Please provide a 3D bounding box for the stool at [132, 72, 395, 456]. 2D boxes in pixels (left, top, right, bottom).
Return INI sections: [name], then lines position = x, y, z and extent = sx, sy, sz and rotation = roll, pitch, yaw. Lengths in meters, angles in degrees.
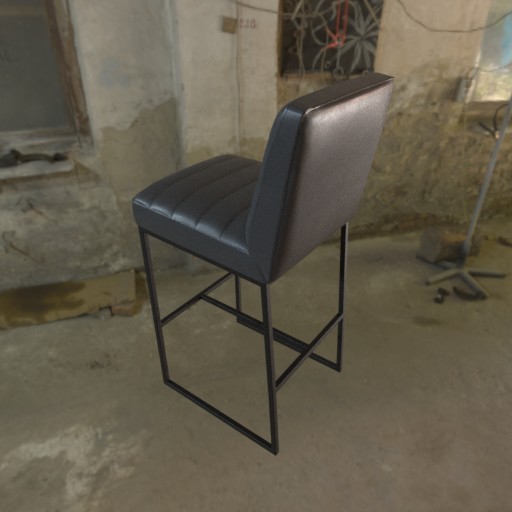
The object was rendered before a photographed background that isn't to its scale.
[stool]
position = 0.000, 0.000, 1.344
extent = 0.552, 1.040, 0.457
rotation = 21, 37, 30
